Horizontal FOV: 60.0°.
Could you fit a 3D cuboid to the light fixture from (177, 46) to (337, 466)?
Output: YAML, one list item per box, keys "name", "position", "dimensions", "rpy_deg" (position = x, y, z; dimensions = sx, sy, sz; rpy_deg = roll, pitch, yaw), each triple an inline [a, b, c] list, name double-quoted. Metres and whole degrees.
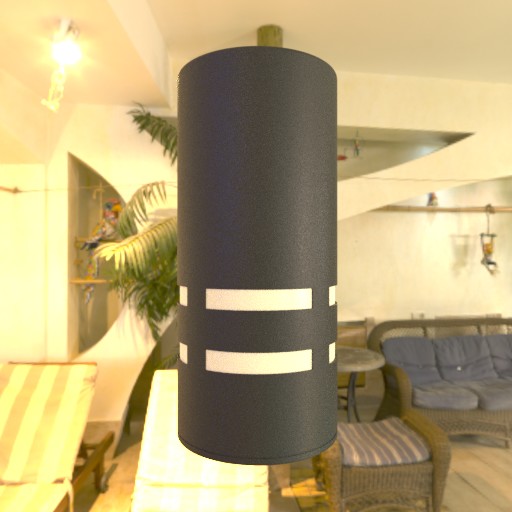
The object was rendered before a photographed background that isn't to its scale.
- name: "light fixture"
  position: [0.000, 0.000, 0.256]
  dimensions: [0.098, 0.179, 0.138]
  rpy_deg: [0, 0, -1]
